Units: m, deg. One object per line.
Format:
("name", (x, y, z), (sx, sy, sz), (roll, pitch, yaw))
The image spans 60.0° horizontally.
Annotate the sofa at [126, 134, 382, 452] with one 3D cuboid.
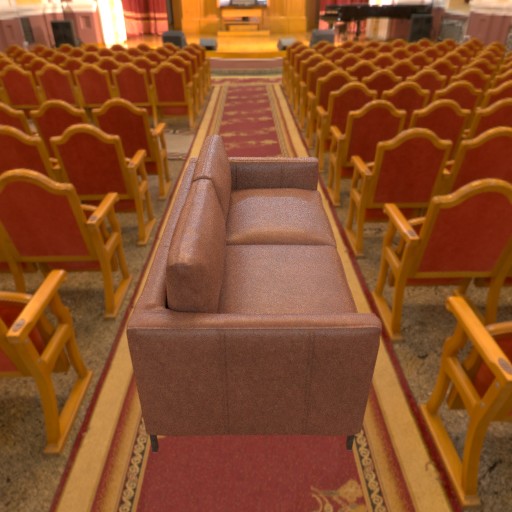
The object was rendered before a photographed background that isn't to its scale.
("sofa", (0.000, 0.000, 2.339), (0.899, 0.883, 1.797), (0, 31, -1))
